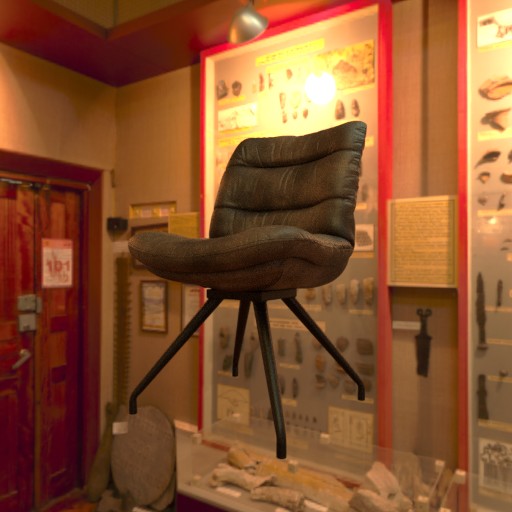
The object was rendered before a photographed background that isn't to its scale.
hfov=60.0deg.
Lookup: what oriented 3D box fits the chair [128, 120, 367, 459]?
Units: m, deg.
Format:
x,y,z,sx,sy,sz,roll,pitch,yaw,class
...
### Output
x,y,z,sx,sy,sz,roll,pitch,yaw,class
0.000,0.000,1.300,0.549,0.870,0.622,0,0,34,chair
